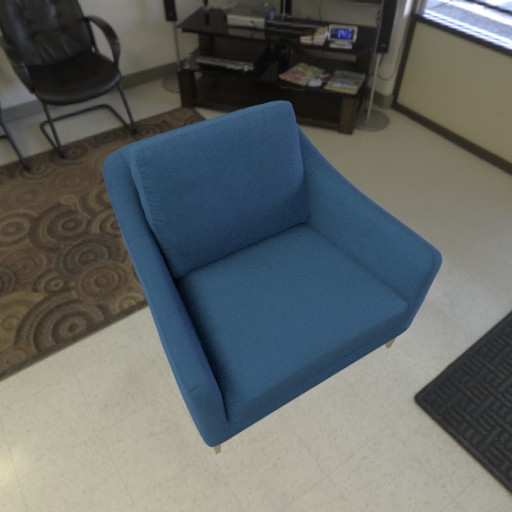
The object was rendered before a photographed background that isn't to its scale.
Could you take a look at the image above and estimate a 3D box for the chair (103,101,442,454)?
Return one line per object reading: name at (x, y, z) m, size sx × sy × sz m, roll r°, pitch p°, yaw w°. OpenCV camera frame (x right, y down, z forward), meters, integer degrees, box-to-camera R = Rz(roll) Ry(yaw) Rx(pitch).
chair at (0.000, 0.000, 1.735) m, size 0.987 × 0.899 × 0.961 m, roll -24°, pitch 51°, yaw -21°
